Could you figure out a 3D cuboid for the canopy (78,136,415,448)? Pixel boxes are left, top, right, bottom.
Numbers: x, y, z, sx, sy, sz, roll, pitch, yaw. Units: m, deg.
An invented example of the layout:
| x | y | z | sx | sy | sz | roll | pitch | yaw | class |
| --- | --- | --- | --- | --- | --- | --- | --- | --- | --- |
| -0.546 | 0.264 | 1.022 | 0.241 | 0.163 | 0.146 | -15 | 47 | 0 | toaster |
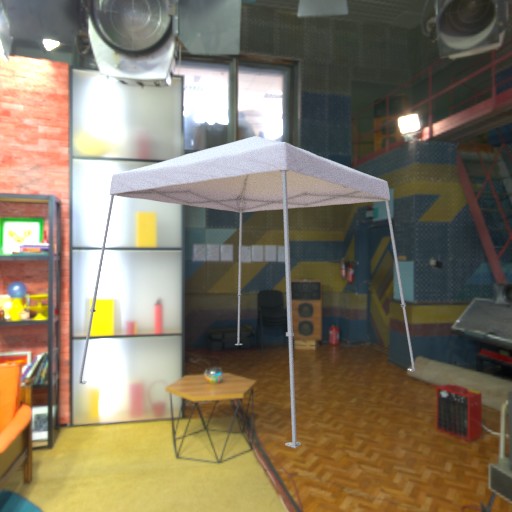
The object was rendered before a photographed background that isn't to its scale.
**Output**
| x | y | z | sx | sy | sz | roll | pitch | yaw | class |
| --- | --- | --- | --- | --- | --- | --- | --- | --- | --- |
| 0.000 | 0.000 | 5.262 | 2.849 | 2.850 | 2.850 | 0 | 0 | 37 | canopy |
